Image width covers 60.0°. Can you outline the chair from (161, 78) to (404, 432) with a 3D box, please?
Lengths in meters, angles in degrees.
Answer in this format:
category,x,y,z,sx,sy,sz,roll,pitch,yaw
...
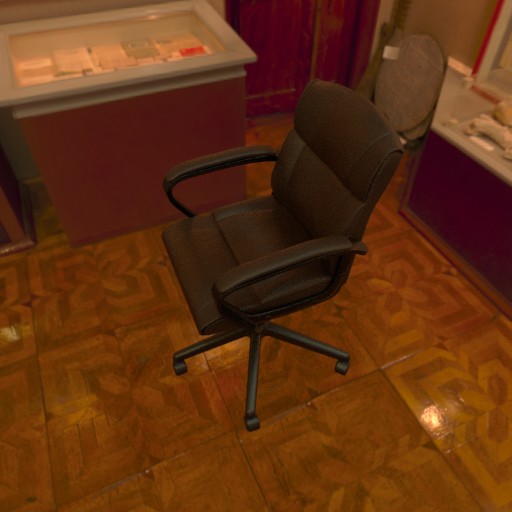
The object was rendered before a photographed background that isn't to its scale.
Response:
category,x,y,z,sx,sy,sz,roll,pitch,yaw
chair,0.000,0.000,1.512,0.717,1.004,0.739,-16,48,-15
